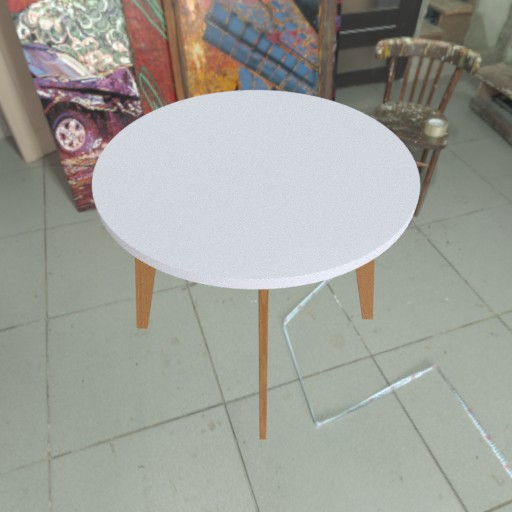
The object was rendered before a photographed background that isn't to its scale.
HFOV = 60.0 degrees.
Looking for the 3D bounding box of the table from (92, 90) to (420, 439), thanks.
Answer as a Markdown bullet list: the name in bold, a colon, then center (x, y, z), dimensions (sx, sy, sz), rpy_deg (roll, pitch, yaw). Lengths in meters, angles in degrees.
- **table**: center (0.000, 0.000, 1.519), dimensions (0.896, 0.762, 0.896), rpy_deg (0, 45, 0)
